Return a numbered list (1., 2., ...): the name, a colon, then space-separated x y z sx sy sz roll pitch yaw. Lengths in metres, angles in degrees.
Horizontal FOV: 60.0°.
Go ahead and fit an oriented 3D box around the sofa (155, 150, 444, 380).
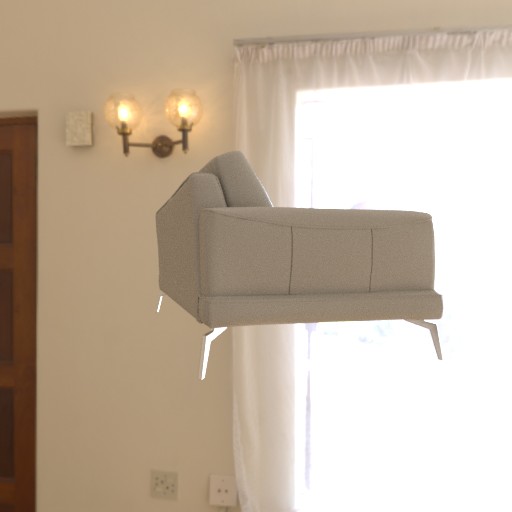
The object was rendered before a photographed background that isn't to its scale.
1. sofa: 0.000 0.000 2.820 1.121 0.930 2.177 0 0 -17
